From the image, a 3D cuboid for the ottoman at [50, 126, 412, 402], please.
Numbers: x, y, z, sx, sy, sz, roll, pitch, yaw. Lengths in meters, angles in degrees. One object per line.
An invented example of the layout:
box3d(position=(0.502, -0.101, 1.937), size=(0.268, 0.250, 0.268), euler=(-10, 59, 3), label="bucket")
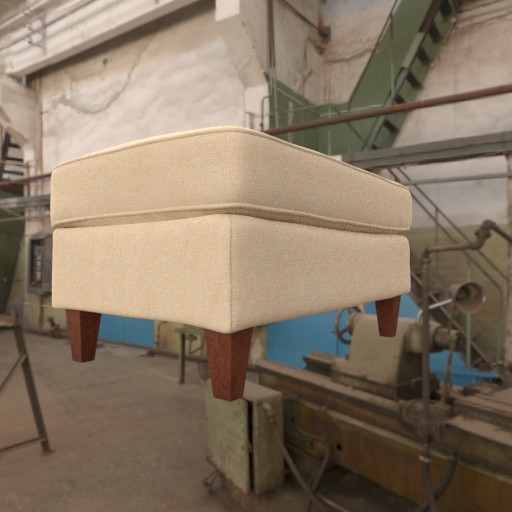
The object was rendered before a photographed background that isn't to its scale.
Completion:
box3d(position=(0.000, 0.000, 1.184), size=(0.583, 0.484, 0.862), euler=(0, 0, 37), label="ottoman")
